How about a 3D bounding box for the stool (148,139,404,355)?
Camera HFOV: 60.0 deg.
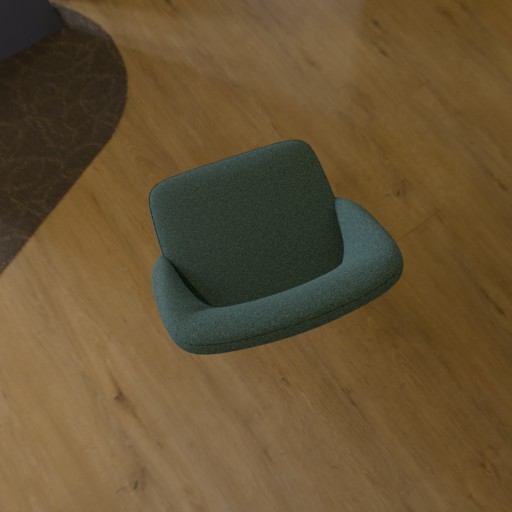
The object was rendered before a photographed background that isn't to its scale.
[{"bbox_3d":[0.000,0.000,1.263,0.536,0.939,0.522,-19,77,-5],"label":"stool"}]
